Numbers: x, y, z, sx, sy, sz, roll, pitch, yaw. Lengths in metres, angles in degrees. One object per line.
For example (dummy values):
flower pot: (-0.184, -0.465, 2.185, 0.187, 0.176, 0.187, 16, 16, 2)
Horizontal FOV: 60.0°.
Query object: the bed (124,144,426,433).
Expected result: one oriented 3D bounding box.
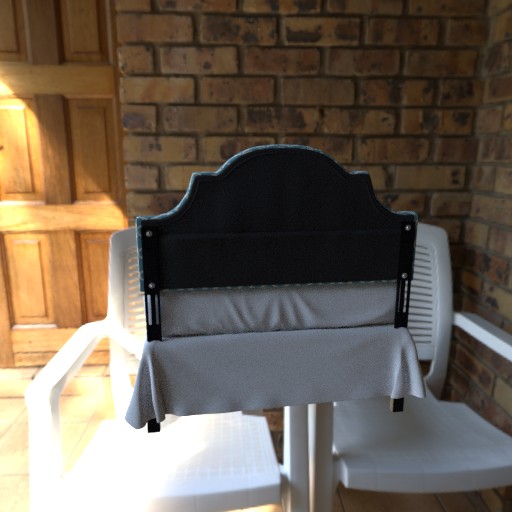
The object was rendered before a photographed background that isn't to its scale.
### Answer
bed: (0.000, 0.000, 3.448, 1.780, 1.633, 2.222, -2, 13, -8)
